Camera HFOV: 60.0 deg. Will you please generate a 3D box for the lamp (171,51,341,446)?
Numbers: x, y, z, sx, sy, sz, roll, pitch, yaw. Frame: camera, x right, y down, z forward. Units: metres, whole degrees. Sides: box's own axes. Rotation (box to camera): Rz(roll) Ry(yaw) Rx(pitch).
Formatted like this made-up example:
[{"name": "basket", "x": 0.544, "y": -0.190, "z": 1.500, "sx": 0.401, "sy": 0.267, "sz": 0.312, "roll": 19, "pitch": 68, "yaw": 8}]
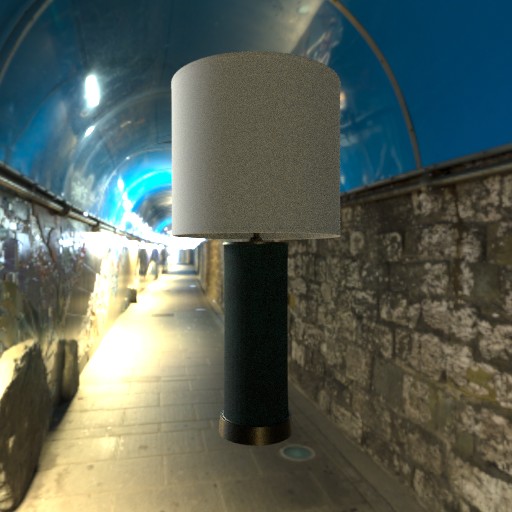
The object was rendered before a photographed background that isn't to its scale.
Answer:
[{"name": "lamp", "x": 0.000, "y": 0.000, "z": 0.801, "sx": 0.301, "sy": 0.630, "sz": 0.301, "roll": 0, "pitch": 0, "yaw": 0}]
